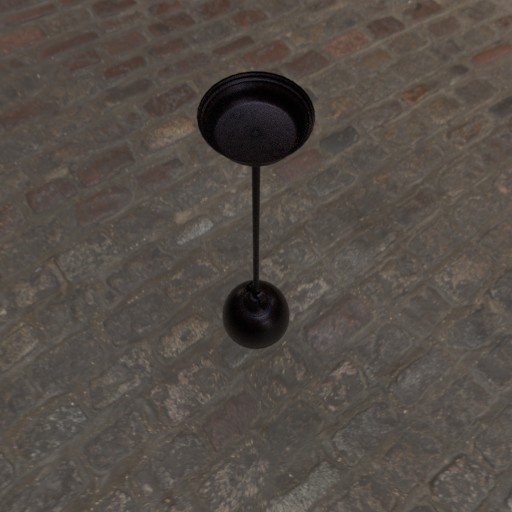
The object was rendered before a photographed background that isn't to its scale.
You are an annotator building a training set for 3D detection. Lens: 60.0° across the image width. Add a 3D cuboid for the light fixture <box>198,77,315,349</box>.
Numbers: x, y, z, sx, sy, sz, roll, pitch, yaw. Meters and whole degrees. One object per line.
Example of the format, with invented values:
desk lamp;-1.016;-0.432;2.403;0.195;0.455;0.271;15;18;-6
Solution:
light fixture;0.000;0.000;0.858;0.182;0.768;0.182;-35;70;-15
